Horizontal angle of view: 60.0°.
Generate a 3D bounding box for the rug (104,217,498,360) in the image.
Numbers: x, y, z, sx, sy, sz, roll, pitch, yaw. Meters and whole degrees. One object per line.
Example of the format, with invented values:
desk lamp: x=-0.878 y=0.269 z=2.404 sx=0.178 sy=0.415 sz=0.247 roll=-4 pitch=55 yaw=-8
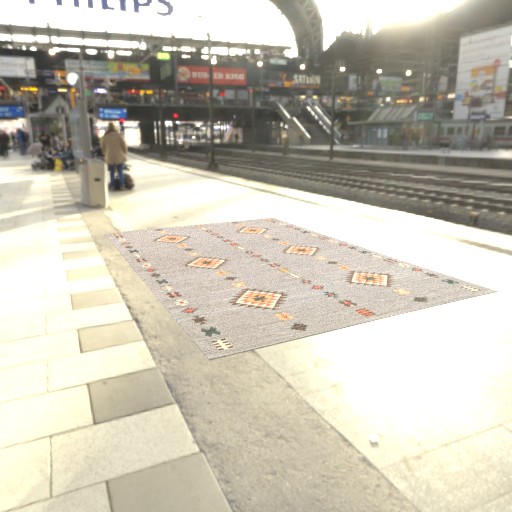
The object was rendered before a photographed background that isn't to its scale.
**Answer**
rug: x=0.000 y=0.000 z=2.265 sx=1.217 sy=0.005 sz=1.818 roll=-8 pitch=17 yaw=-26
